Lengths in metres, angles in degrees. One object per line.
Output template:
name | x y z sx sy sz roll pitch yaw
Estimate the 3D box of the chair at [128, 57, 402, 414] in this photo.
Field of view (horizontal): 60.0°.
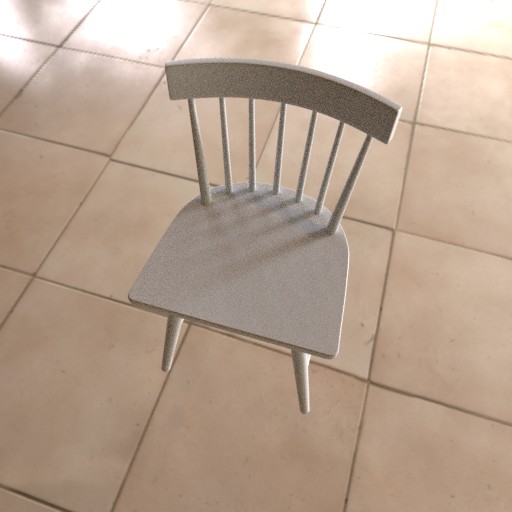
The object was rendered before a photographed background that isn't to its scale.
chair | 0.000 0.000 1.111 0.483 0.787 0.500 14 60 8
